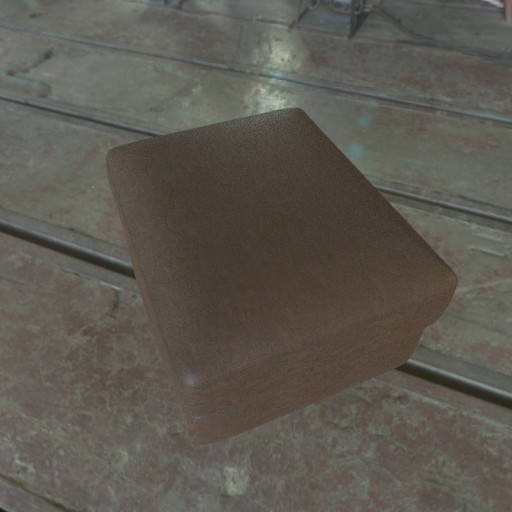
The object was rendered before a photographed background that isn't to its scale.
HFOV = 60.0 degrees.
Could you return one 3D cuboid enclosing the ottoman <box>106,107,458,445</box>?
[{"bbox_3d":[0.000,0.000,1.195,0.635,0.508,0.787,-17,50,-15],"label":"ottoman"}]
